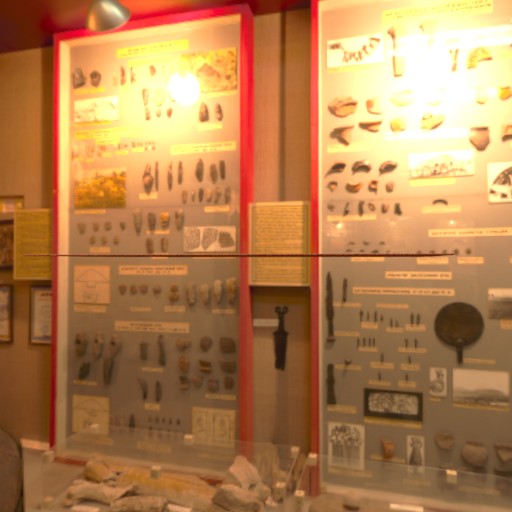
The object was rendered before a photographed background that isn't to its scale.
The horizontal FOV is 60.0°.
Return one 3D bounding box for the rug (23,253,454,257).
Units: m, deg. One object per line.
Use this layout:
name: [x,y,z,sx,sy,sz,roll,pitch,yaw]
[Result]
rug: [0.000,0.000,2.792,2.112,0.009,1.594,0,0,17]
